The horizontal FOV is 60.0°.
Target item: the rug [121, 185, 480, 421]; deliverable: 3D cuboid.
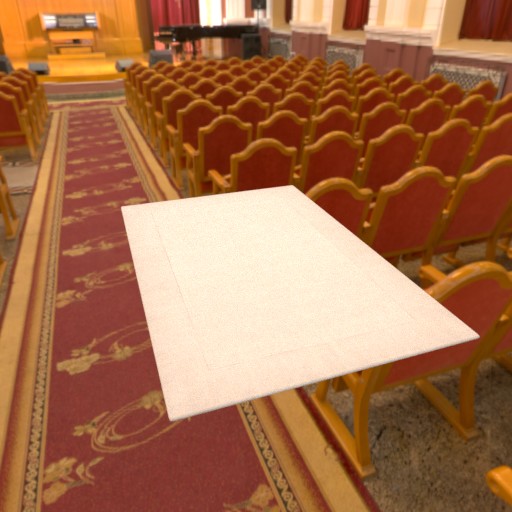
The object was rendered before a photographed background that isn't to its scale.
[{"bbox_3d":[0.000,0.000,2.311,1.219,0.013,1.829,-10,30,-17],"label":"rug"}]
